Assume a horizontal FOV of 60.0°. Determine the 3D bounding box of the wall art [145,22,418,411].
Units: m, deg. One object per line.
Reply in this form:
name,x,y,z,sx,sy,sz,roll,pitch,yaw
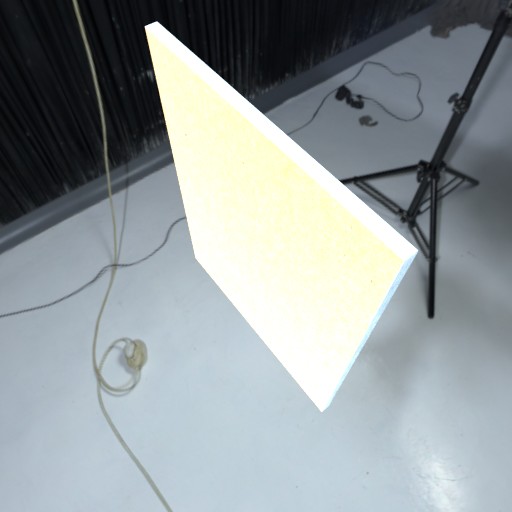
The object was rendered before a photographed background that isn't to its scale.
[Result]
wall art,0.000,0.000,0.779,0.020,0.613,0.481,-33,64,-19
